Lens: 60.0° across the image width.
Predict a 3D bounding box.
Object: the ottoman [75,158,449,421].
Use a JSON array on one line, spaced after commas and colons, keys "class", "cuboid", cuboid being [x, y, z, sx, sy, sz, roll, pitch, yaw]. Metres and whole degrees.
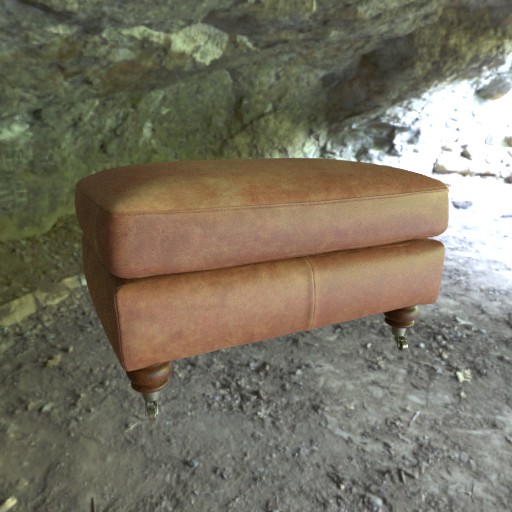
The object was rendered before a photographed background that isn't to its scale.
[{"class": "ottoman", "cuboid": [0.000, 0.000, 1.188, 0.852, 0.507, 0.565, -8, 17, -26]}]
